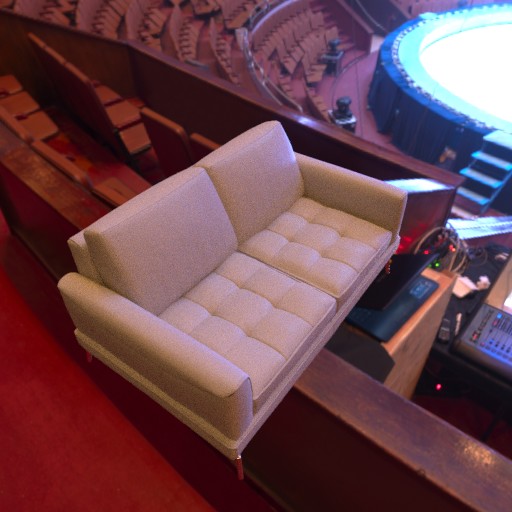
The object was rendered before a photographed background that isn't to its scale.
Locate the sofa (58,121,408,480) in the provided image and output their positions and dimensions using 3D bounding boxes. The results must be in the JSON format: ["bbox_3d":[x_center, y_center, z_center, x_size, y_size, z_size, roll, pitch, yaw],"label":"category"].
[{"bbox_3d":[0.000,0.000,2.508,1.121,0.930,1.819,26,47,27],"label":"sofa"}]
